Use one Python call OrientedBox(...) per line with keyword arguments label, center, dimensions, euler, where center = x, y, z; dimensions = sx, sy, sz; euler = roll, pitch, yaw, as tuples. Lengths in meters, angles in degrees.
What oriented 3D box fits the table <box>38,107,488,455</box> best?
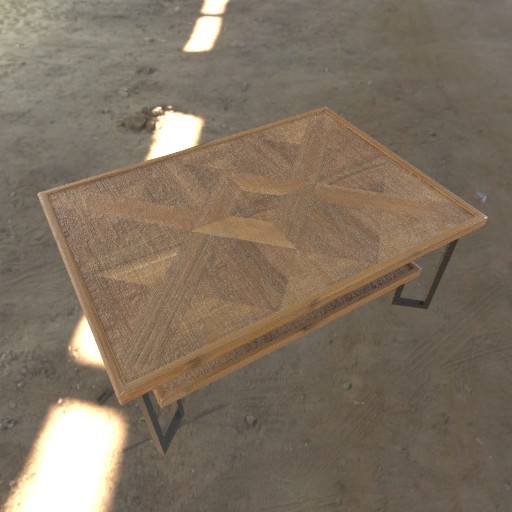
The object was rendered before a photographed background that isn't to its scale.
OrientedBox(label="table", center=(0.000, 0.000, 1.658), dimensions=(1.238, 0.492, 0.877), euler=(-23, 50, -21))
